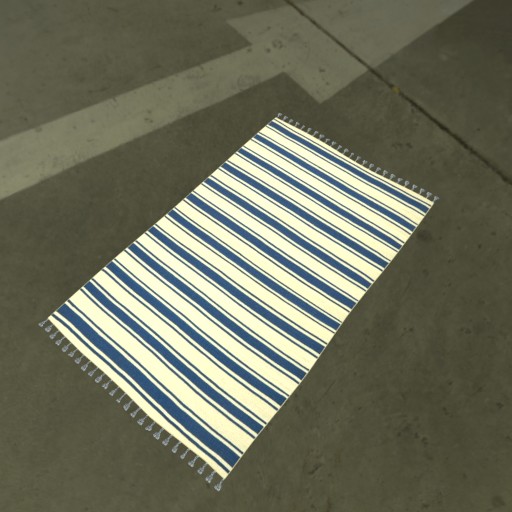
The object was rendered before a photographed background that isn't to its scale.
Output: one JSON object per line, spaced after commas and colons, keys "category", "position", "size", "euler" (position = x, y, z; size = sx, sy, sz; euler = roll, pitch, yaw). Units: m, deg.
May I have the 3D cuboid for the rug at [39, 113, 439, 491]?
{"category": "rug", "position": [0.000, 0.000, 2.539], "size": [1.248, 0.009, 2.108], "euler": [34, 64, 19]}
